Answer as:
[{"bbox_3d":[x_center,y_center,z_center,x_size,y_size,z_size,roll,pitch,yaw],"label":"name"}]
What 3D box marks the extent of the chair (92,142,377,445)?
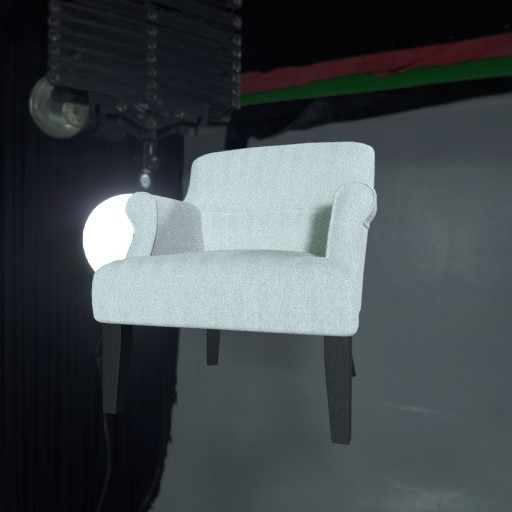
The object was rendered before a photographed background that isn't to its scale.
[{"bbox_3d":[0.000,0.000,1.455,0.781,0.875,0.750,0,0,18],"label":"chair"}]
